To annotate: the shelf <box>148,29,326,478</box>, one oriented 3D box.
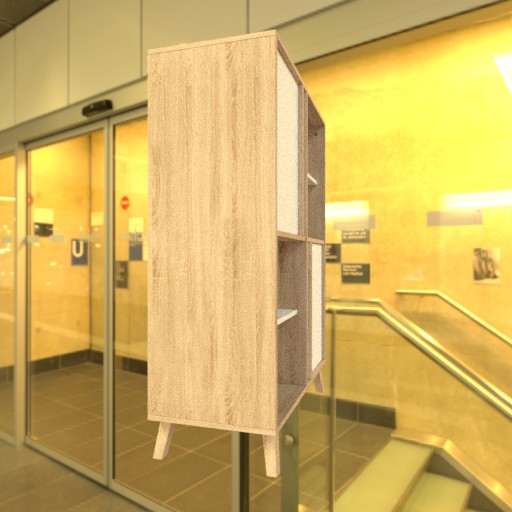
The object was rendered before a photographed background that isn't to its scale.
[{"bbox_3d":[0.000,0.000,1.903,0.450,1.390,1.000,0,0,18],"label":"shelf"}]
